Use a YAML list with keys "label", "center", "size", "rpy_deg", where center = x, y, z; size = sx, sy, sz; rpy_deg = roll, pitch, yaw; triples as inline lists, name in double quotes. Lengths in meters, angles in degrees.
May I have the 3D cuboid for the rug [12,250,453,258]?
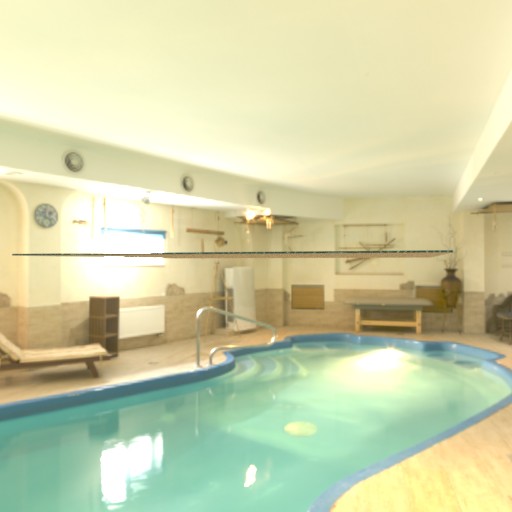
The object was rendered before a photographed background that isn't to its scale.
- label: "rug"
  center: [0.000, 0.000, 3.975]
  size: [3.033, 0.012, 2.432]
  rpy_deg: [0, -1, 19]
